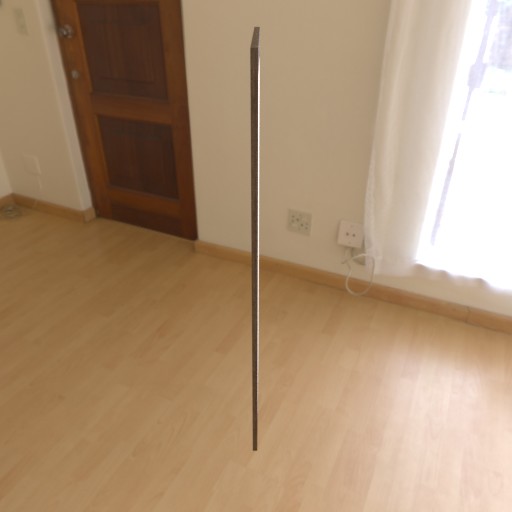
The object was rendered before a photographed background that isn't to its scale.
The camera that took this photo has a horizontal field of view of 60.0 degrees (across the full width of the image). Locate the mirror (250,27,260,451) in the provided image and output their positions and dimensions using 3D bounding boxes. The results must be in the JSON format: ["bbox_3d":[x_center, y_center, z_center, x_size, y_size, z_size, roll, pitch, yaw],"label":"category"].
[{"bbox_3d":[0.000,0.000,2.271,0.025,2.032,0.812,0,31,1],"label":"mirror"}]
